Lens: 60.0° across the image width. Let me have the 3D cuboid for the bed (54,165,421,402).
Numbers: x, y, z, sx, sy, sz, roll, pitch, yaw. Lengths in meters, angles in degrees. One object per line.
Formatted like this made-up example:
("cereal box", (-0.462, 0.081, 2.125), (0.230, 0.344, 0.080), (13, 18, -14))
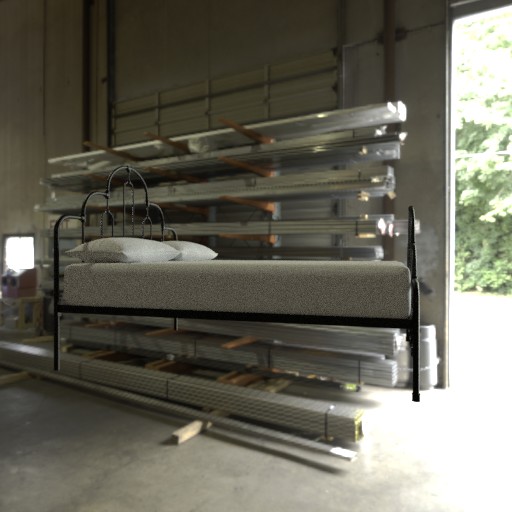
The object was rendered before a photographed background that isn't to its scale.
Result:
("bed", (0.000, 0.000, 3.237), (2.181, 1.444, 1.626), (0, 0, 18))
